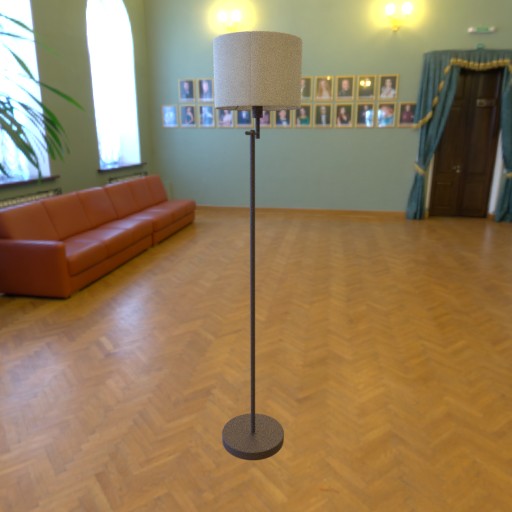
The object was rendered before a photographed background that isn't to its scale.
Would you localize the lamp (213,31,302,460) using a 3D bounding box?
[{"bbox_3d":[0.000,0.000,1.781,0.324,1.600,0.416,2,15,8],"label":"lamp"}]
